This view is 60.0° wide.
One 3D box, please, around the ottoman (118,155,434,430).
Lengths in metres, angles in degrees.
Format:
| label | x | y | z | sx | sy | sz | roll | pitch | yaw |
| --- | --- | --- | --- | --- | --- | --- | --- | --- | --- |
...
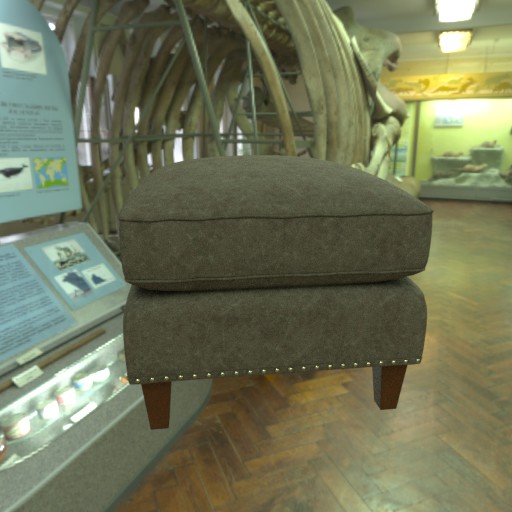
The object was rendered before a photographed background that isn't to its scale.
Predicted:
| label | x | y | z | sx | sy | sz | roll | pitch | yaw |
| --- | --- | --- | --- | --- | --- | --- | --- | --- | --- |
| ottoman | 0.000 | 0.000 | 1.163 | 0.584 | 0.513 | 0.741 | -2 | 16 | -8 |
